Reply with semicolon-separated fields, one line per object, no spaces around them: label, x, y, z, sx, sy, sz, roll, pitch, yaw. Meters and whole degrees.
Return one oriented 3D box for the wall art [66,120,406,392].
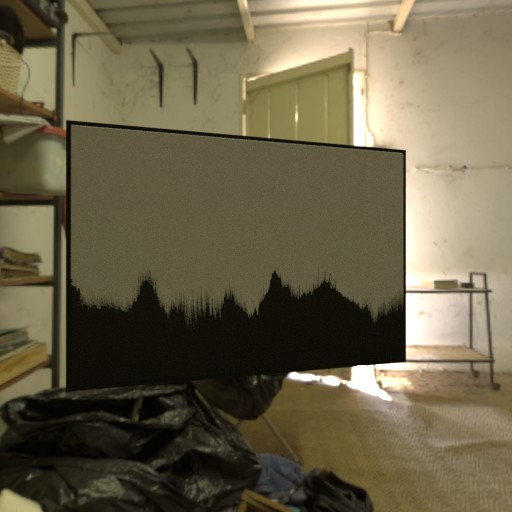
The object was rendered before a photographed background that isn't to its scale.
wall art;0.000;0.000;1.506;1.190;0.805;0.028;0;0;-18
